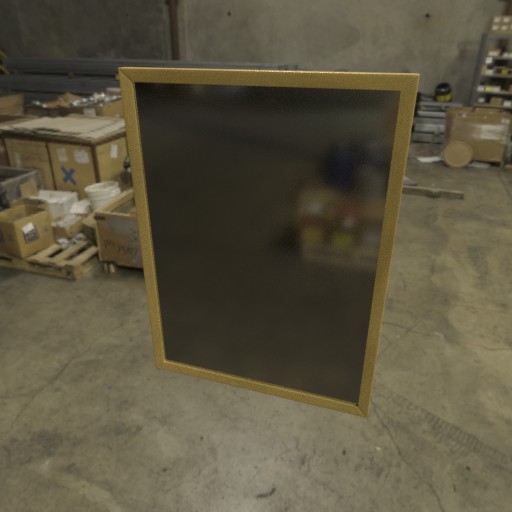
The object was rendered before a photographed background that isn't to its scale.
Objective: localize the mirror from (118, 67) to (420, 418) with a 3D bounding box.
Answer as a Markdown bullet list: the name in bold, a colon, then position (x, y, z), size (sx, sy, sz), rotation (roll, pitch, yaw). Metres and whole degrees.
- **mirror**: position (0.000, 0.000, 1.313), size (0.762, 1.016, 0.040), rotation (8, 27, 16)
